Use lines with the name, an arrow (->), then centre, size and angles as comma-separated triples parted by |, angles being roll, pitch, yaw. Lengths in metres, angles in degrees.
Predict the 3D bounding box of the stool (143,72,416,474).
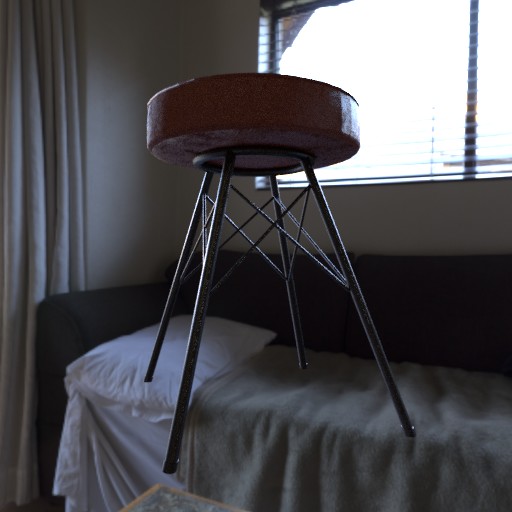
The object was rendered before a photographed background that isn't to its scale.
stool -> 0.000, 0.000, 0.883 | 0.421, 0.593, 0.457 | 0, 1, -18
